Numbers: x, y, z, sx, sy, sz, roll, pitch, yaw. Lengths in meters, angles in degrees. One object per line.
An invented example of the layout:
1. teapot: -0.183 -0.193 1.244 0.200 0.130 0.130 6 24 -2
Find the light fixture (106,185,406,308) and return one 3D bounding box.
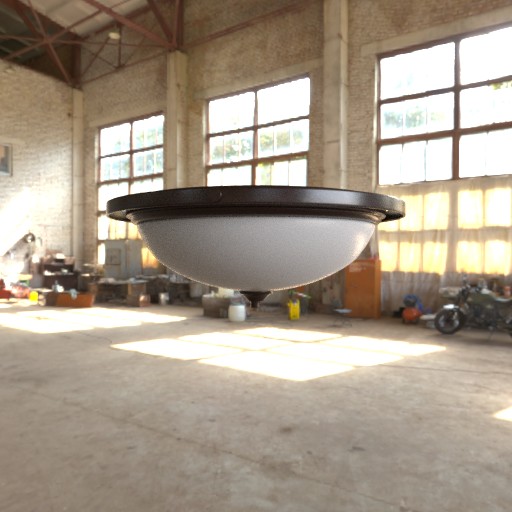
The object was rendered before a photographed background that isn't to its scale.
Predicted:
1. light fixture: 0.000 0.000 0.563 0.361 0.130 0.361 0 0 0
